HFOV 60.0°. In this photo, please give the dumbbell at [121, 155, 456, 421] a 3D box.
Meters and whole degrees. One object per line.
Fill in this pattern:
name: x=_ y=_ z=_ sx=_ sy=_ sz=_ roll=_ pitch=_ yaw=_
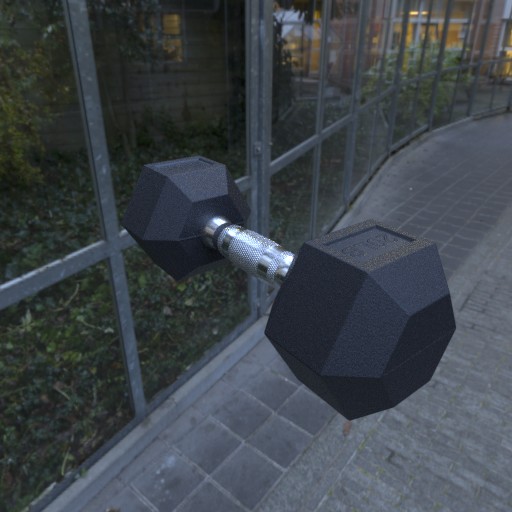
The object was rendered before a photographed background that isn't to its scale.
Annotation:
dumbbell: x=0.000 y=0.000 z=0.318 sx=0.106 sy=0.092 sz=0.272 roll=-19 pitch=32 yaw=-33
